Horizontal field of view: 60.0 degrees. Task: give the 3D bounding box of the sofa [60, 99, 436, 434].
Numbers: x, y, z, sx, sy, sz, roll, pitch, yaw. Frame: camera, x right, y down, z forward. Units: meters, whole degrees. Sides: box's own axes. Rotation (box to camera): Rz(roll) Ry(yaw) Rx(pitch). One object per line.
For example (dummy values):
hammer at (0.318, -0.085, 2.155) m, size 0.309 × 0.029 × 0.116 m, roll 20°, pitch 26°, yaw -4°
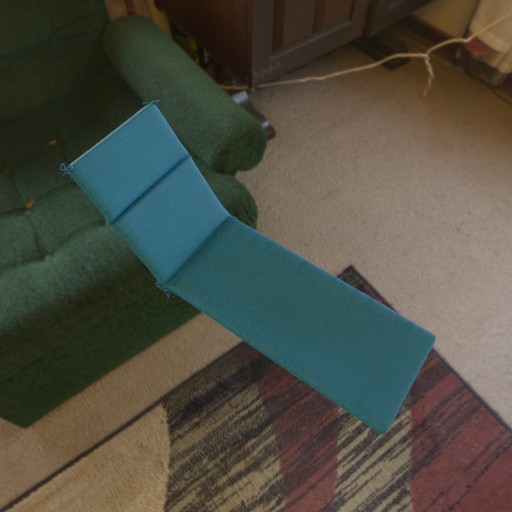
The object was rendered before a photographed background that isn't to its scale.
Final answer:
sofa at (0.000, 0.000, 1.948) m, size 1.663 × 0.622 × 0.582 m, roll 31°, pitch 63°, yaw 18°
